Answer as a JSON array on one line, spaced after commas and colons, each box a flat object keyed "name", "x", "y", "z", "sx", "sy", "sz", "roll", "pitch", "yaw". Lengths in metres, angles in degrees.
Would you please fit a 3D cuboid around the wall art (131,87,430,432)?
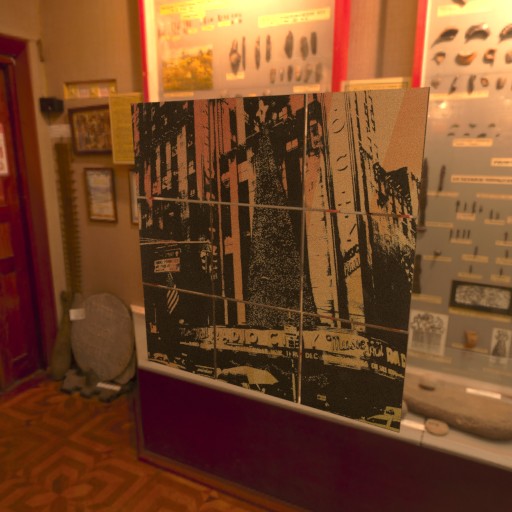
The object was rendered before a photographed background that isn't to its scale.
[{"name": "wall art", "x": 0.000, "y": 0.000, "z": 1.349, "sx": 0.919, "sy": 0.917, "sz": 0.010, "roll": 7, "pitch": 16, "yaw": 27}]
